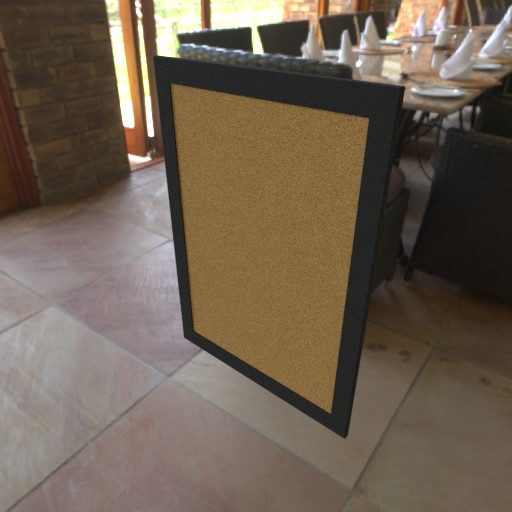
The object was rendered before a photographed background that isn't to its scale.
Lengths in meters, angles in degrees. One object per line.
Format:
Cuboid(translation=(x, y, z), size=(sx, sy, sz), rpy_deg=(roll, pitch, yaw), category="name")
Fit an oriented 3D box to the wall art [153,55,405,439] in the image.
Cuboid(translation=(0.000, 0.000, 0.671), size=(0.374, 0.529, 0.012), rpy_deg=(23, 38, 33), category="wall art")
